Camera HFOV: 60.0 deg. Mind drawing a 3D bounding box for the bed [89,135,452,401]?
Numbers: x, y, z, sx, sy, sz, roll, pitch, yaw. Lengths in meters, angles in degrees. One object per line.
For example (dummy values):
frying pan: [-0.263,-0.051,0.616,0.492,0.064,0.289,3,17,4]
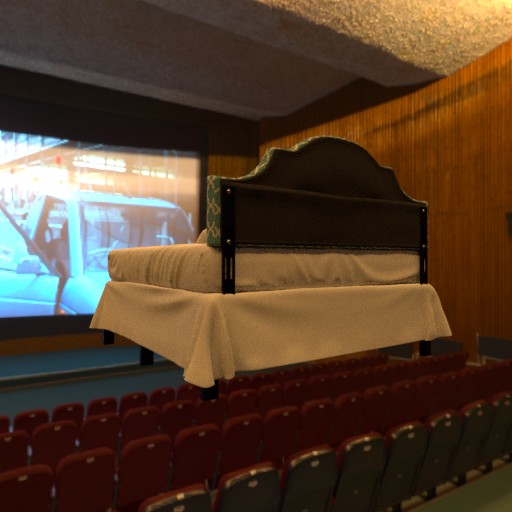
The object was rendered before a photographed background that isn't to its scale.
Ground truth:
bed: [0.000,0.000,3.785,2.314,1.601,2.222,0,0,-34]
